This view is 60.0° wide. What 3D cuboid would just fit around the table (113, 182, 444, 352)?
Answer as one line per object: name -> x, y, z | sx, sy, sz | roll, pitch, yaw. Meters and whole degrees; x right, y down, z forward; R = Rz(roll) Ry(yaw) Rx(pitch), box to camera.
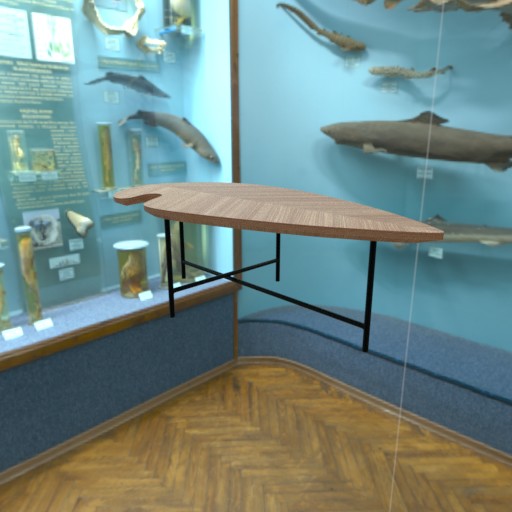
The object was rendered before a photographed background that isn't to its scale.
table -> 0.000, 0.000, 1.448 | 0.598, 0.360, 1.199 | -15, 22, -42
